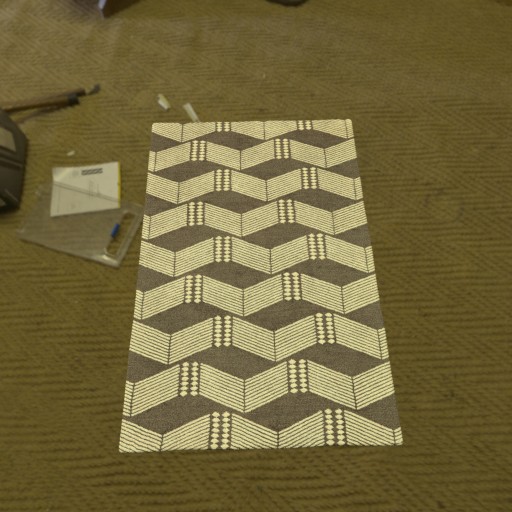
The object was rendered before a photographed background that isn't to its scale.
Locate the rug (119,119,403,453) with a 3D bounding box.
[{"bbox_3d":[0.000,0.000,2.288,1.210,0.016,1.833,-1,63,-1],"label":"rug"}]
